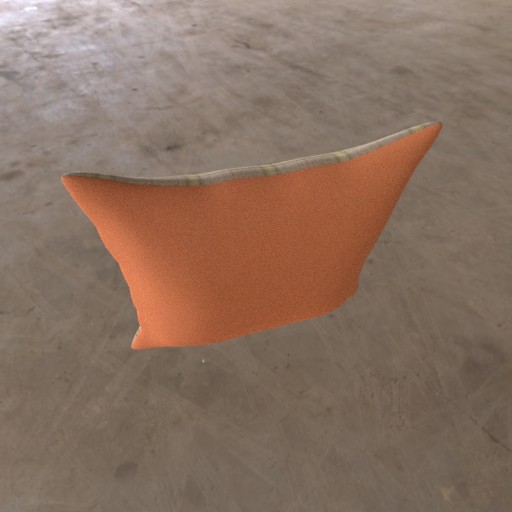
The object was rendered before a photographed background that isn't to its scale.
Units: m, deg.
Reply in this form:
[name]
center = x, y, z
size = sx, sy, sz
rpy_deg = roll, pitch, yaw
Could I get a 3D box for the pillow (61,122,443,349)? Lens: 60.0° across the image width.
[pillow]
center = 0.000, 0.000, 0.685
size = 0.453, 0.430, 0.200
rpy_deg = -11, 42, -13
